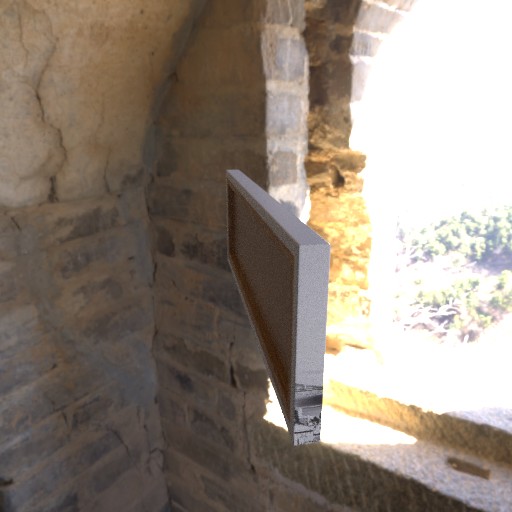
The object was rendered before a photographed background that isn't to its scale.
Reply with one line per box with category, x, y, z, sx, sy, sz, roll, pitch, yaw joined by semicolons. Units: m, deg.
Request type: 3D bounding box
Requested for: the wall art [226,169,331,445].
wall art;0.000;0.000;0.873;0.036;0.256;0.766;-3;17;-9
